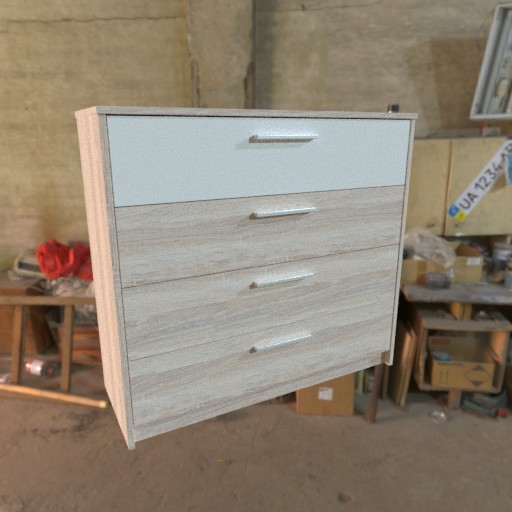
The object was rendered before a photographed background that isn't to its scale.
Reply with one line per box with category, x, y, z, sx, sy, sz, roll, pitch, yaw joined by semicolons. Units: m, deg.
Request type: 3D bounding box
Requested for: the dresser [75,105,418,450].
dresser;0.000;0.000;1.460;0.980;0.900;0.380;-8;18;-27
